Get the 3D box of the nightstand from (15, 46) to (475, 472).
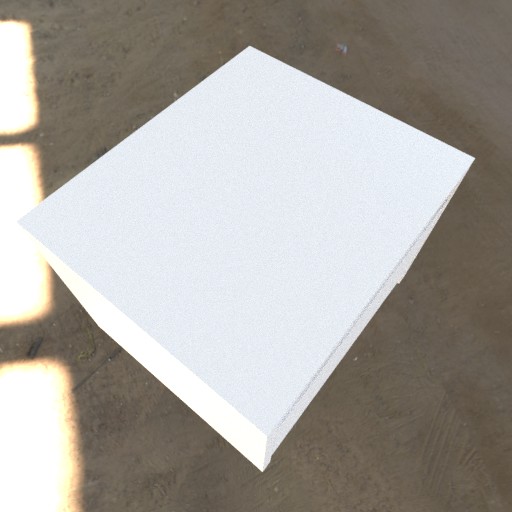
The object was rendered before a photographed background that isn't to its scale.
[{"bbox_3d":[0.000,0.000,0.742,0.408,0.351,0.470,35,65,19],"label":"nightstand"}]
